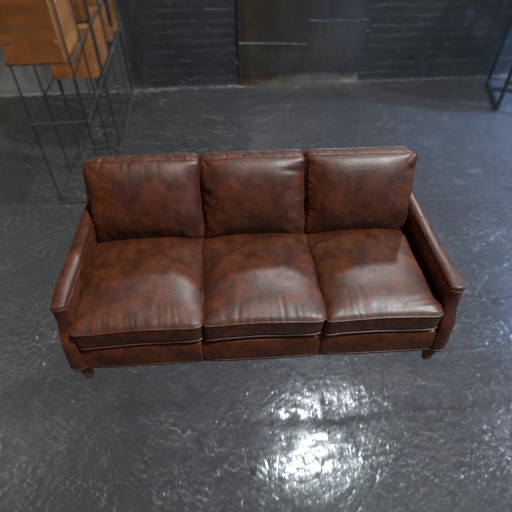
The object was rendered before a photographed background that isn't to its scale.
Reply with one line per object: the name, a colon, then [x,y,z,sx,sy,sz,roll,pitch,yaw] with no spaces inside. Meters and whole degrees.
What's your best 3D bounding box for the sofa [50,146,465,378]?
sofa: [0.000,0.000,2.761,2.240,1.003,1.084,-3,45,-3]
